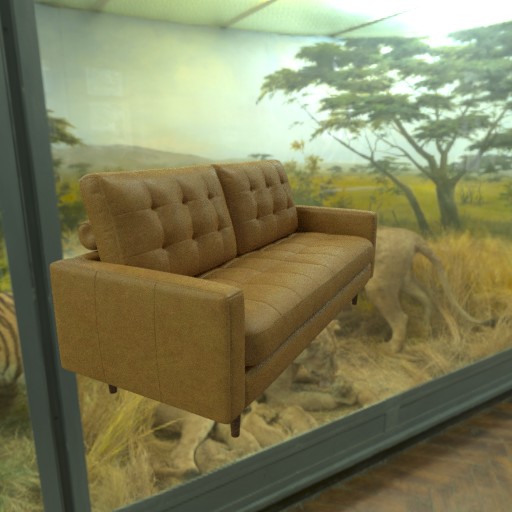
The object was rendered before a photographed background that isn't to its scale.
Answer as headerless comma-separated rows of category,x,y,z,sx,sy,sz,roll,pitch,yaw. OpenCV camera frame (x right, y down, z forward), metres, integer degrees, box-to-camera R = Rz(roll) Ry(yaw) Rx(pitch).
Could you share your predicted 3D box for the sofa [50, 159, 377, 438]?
sofa,0.000,0.000,2.239,0.850,0.898,1.821,8,16,27
